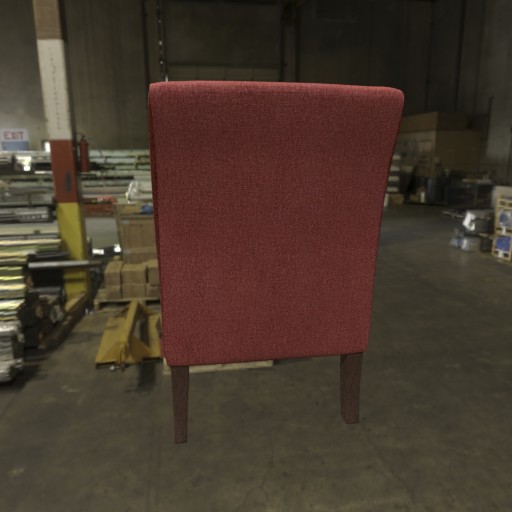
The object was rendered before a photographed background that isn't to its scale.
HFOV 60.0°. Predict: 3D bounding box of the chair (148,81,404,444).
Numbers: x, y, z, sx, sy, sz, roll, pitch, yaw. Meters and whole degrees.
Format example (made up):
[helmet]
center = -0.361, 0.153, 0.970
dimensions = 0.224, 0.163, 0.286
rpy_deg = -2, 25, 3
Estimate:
[chair]
center = 0.000, 0.000, 1.264
dimensions = 0.538, 0.846, 0.640
rpy_deg = -2, 13, -10
